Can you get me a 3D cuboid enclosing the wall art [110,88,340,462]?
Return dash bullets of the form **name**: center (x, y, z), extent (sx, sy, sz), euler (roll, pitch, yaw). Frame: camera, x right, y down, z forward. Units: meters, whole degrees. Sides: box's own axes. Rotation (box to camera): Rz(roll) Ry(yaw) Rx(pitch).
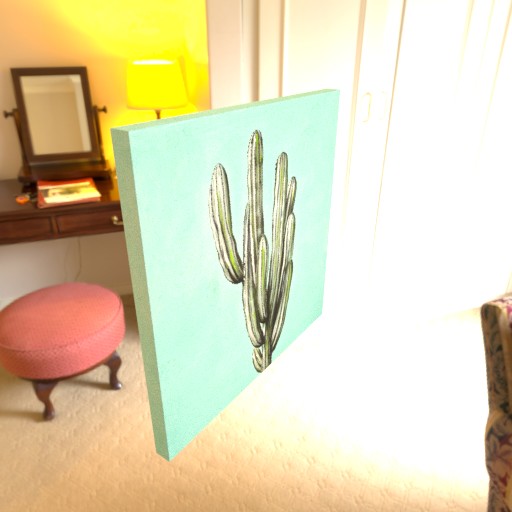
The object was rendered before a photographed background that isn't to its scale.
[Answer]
- **wall art**: center (0.000, 0.000, 0.919), extent (0.036, 0.603, 0.603), euler (18, 31, 31)
